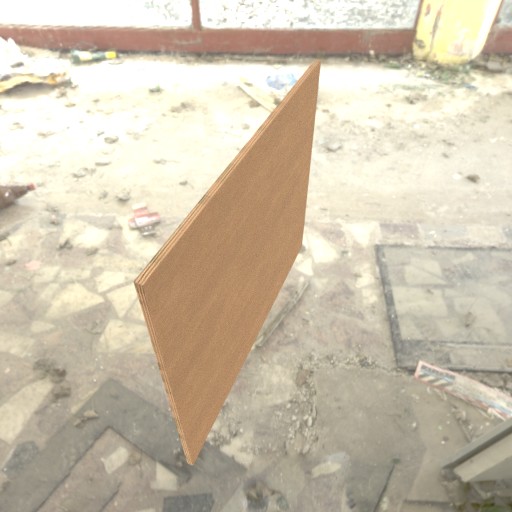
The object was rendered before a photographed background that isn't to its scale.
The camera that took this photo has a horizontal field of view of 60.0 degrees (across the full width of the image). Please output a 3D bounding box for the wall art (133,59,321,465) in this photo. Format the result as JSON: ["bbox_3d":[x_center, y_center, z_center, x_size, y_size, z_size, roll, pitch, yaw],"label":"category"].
[{"bbox_3d":[0.000,0.000,0.679,0.010,0.408,0.508,17,48,16],"label":"wall art"}]
